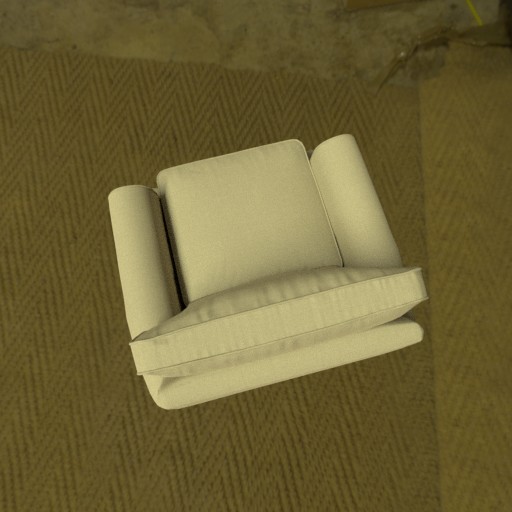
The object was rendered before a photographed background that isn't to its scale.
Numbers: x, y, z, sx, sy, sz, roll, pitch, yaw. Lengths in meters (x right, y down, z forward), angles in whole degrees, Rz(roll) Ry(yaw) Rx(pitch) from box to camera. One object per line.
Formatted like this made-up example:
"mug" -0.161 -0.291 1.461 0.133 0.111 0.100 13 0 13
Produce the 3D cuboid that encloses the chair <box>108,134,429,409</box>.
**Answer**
"chair" 0.000 0.000 1.749 1.029 0.967 0.966 -14 76 -4
